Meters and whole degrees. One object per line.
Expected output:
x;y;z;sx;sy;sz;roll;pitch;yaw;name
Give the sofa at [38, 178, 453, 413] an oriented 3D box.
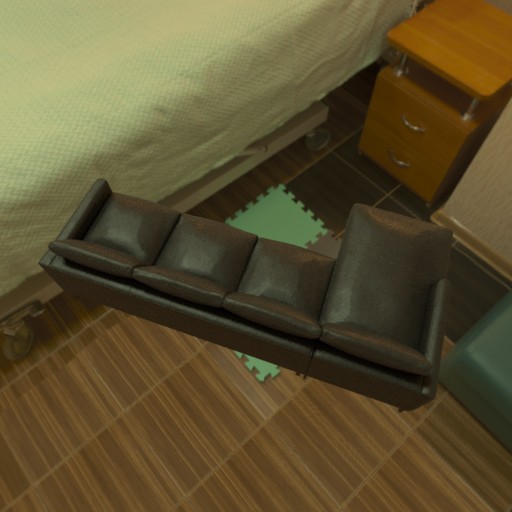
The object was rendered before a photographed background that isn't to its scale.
0.000;0.000;3.626;2.993;0.859;1.471;17;62;9;sofa
